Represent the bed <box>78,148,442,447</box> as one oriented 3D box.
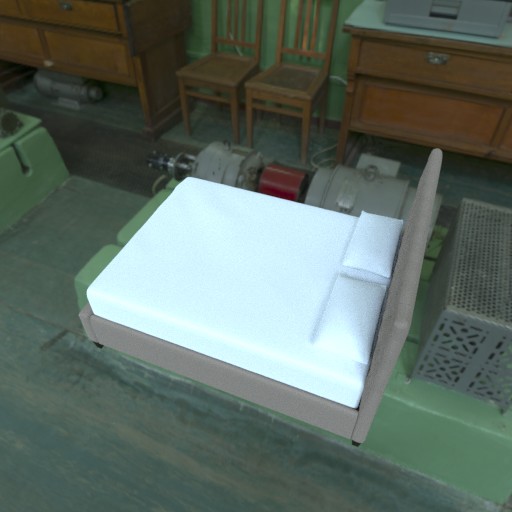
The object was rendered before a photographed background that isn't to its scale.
[{"bbox_3d":[0.000,0.000,3.396,2.233,1.426,1.696,16,47,15],"label":"bed"}]
